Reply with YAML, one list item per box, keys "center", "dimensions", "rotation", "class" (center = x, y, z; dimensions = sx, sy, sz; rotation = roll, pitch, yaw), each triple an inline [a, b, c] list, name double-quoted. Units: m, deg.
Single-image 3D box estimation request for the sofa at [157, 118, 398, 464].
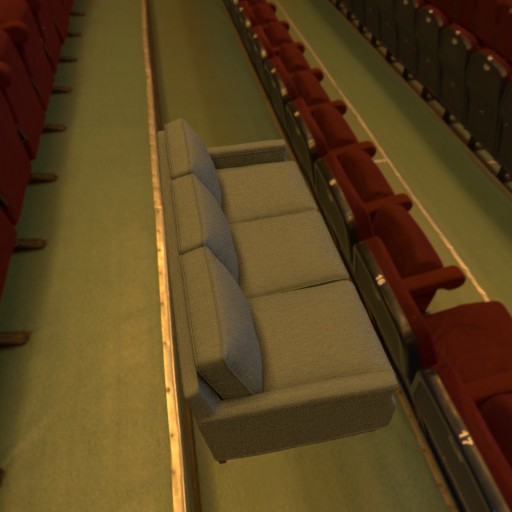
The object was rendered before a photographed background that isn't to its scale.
- center: [0.000, 0.000, 2.900]
  dimensions: [1.084, 1.003, 2.246]
  rotation: [-9, 47, -8]
  class: "sofa"
